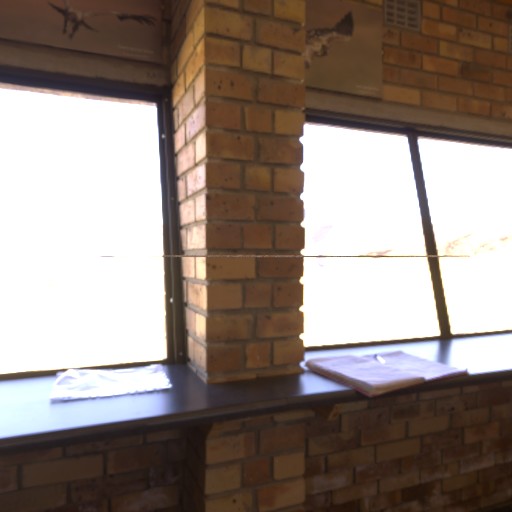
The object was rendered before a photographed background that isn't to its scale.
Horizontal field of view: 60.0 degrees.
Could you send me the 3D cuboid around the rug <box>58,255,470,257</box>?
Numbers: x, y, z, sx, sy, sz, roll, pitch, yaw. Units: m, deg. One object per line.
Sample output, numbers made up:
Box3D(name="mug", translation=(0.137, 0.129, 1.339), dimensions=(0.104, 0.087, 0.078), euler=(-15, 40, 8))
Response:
Box3D(name="rug", translation=(0.000, 0.000, 3.080), dimensions=(2.446, 0.009, 1.529), euler=(0, 0, 36))
